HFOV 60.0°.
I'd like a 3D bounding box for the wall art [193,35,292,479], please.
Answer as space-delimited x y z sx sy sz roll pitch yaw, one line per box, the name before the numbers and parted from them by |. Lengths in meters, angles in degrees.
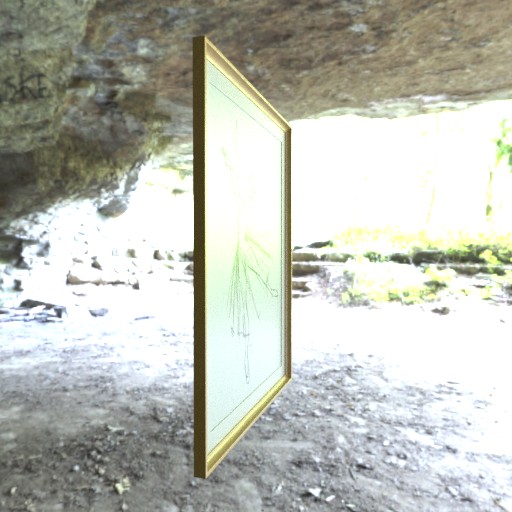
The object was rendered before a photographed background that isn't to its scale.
wall art | 0.000 0.000 1.383 0.030 1.002 0.798 0 1 19
